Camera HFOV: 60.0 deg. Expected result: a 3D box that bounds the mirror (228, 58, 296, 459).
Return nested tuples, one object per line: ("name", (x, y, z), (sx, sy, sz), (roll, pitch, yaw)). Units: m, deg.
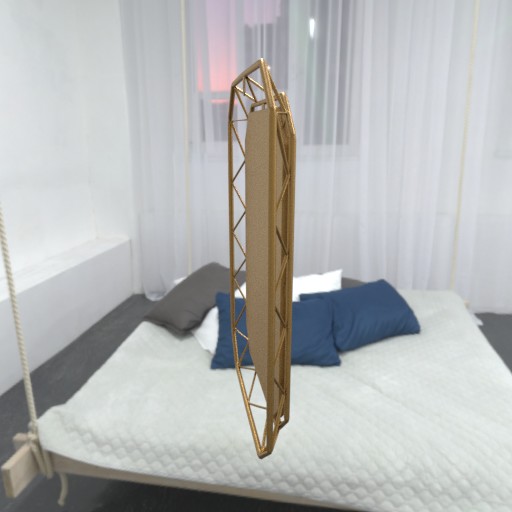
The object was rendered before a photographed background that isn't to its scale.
("mirror", (0.000, 0.000, 0.729), (0.042, 0.566, 0.417), (-3, 16, -9))
